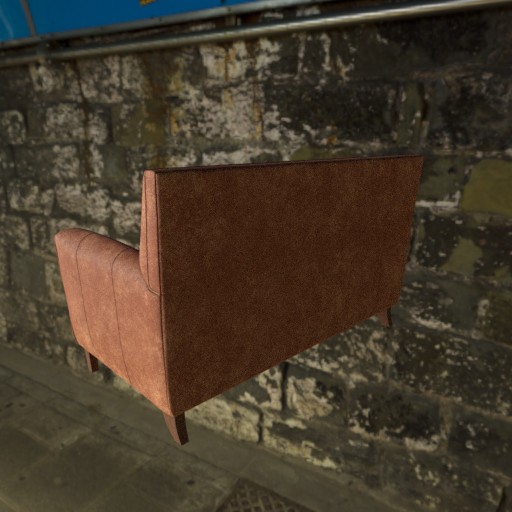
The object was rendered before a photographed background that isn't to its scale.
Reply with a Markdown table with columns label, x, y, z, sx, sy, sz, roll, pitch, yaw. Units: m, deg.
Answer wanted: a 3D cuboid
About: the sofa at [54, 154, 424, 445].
| label | x | y | z | sx | sy | sz | roll | pitch | yaw |
| --- | --- | --- | --- | --- | --- | --- | --- | --- | --- |
| sofa | 0.000 | 0.000 | 1.982 | 1.473 | 0.871 | 0.787 | -14 | 21 | -43 |
